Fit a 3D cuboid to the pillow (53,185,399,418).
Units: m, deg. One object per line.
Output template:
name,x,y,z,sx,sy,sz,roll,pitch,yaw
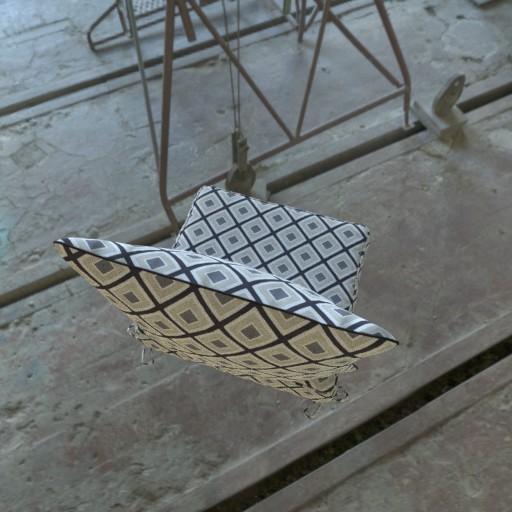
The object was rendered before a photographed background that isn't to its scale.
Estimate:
pillow,0.000,0.000,1.354,0.798,0.722,0.733,15,63,8
